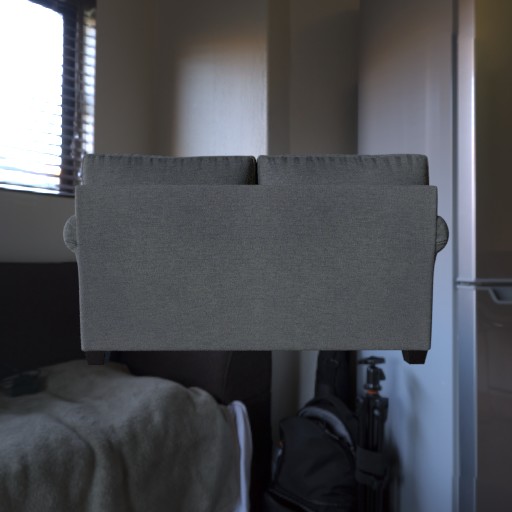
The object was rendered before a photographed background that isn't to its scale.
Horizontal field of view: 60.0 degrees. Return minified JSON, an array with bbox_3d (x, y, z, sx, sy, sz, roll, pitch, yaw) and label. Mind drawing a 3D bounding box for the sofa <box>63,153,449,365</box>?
[{"bbox_3d":[0.000,0.000,2.331,1.701,0.966,0.966,0,0,-1],"label":"sofa"}]
